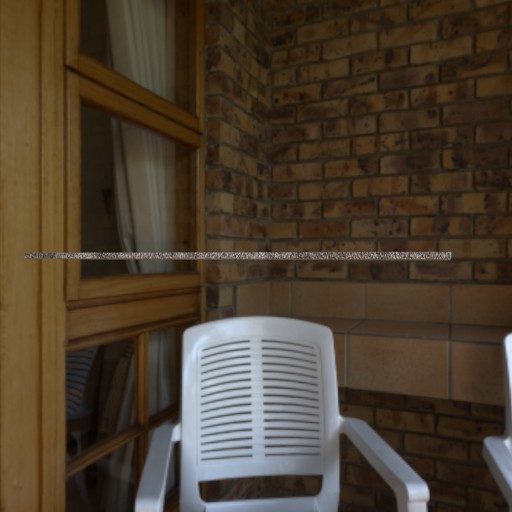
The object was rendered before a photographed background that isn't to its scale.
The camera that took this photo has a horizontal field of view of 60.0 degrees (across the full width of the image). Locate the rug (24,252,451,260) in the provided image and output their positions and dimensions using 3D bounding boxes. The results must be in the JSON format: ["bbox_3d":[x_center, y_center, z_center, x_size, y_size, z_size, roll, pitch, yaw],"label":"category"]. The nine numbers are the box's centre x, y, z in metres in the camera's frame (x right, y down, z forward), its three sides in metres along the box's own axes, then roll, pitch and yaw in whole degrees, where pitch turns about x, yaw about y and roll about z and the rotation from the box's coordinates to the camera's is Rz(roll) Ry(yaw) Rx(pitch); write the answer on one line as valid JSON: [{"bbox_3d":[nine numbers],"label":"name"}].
[{"bbox_3d":[0.000,0.000,2.126,1.601,0.025,1.198,0,0,18],"label":"rug"}]
